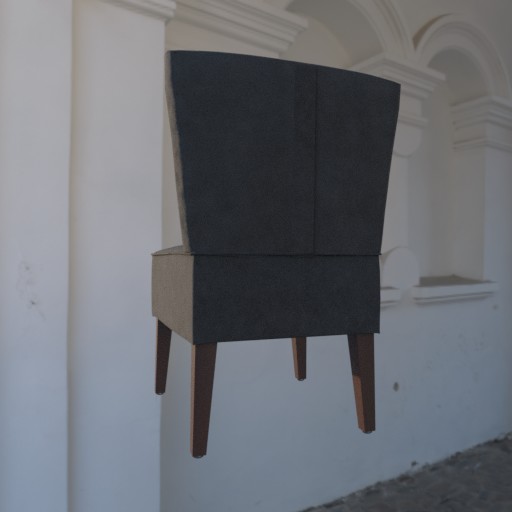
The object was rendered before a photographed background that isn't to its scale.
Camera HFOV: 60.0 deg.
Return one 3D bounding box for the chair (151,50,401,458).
[{"bbox_3d":[0.000,0.000,1.158,0.521,0.806,0.554,0,0,-18],"label":"chair"}]
